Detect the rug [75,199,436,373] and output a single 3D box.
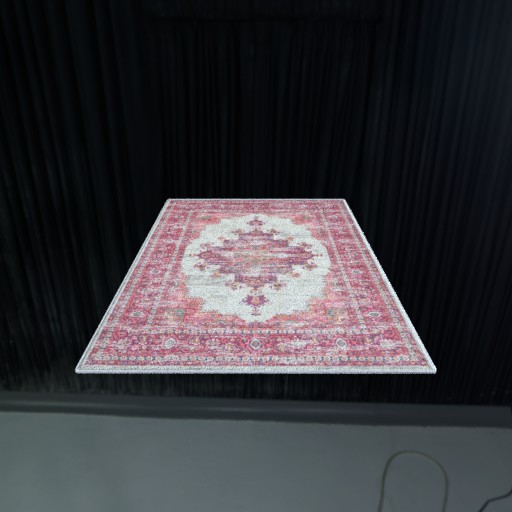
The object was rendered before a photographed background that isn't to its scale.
[{"bbox_3d":[0.000,0.000,2.267,1.217,0.011,1.747,0,26,0],"label":"rug"}]
